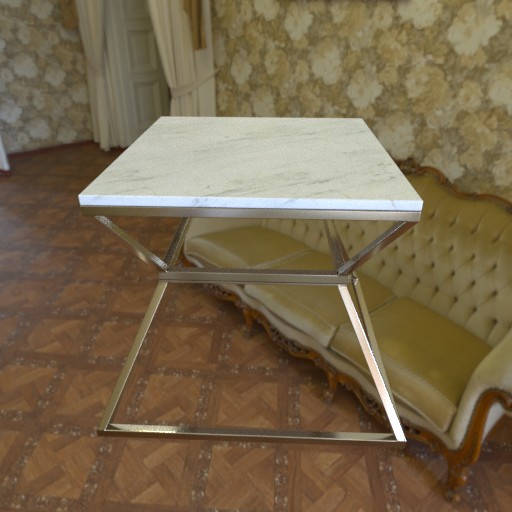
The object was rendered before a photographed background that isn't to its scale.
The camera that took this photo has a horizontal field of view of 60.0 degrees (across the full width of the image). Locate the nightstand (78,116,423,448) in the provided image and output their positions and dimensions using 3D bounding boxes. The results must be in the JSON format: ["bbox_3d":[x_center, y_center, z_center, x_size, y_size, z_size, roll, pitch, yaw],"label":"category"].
[{"bbox_3d":[0.000,0.000,0.859,0.514,0.426,0.513,1,30,2],"label":"nightstand"}]
